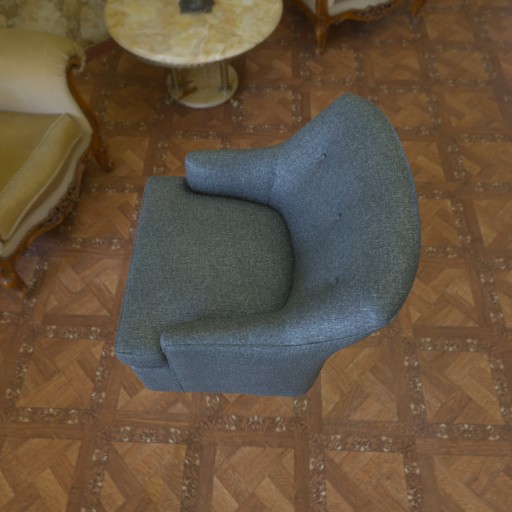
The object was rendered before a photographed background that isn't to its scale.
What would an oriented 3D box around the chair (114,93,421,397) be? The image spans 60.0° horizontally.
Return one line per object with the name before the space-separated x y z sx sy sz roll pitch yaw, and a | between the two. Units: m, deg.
chair | 0.000 0.000 1.608 0.923 0.856 0.864 1 58 0
